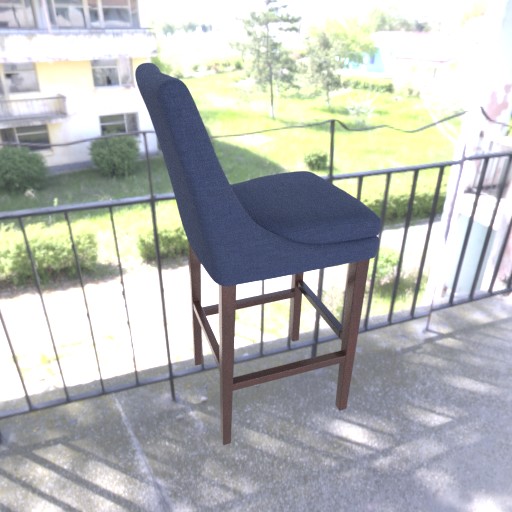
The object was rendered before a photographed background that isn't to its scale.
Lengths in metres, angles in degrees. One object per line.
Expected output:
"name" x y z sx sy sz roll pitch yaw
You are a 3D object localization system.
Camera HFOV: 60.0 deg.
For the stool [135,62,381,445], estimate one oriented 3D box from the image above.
"stool" 0.000 0.000 1.363 0.577 1.078 0.470 -10 30 -17
